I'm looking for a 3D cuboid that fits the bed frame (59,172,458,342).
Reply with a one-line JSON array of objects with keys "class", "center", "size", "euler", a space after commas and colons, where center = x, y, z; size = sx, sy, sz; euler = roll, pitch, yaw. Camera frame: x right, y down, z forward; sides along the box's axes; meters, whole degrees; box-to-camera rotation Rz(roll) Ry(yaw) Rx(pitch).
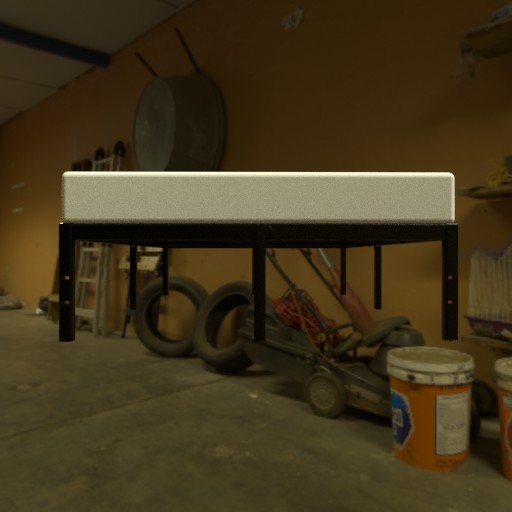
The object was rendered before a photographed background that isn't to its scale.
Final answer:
[{"class": "bed frame", "center": [0.000, 0.000, 2.738], "size": [1.557, 0.659, 2.072], "euler": [0, 0, -1]}]
